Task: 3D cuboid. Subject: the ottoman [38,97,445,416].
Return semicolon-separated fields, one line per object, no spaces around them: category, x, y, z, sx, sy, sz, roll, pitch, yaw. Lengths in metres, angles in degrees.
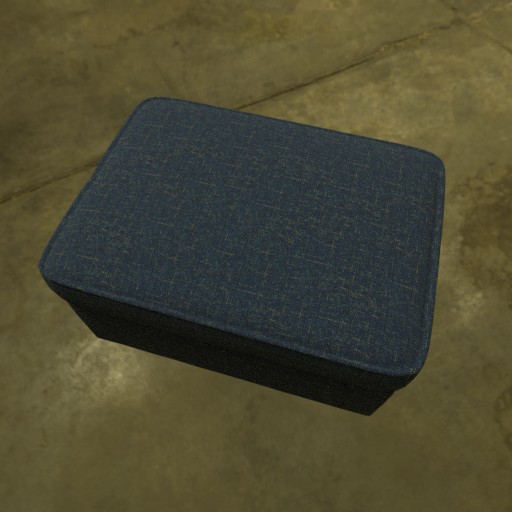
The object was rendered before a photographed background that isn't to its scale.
ottoman;0.000;0.000;1.065;0.749;0.450;0.549;14;59;8
